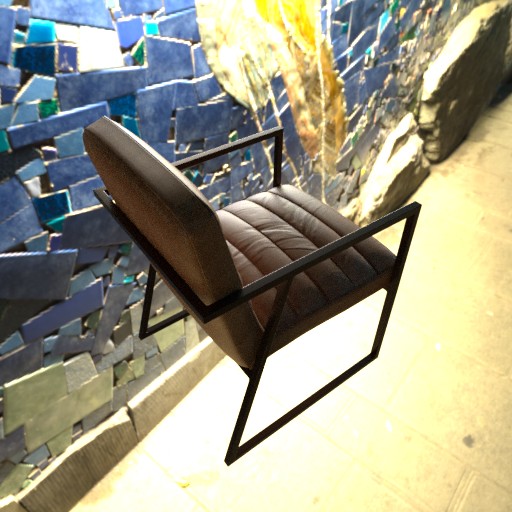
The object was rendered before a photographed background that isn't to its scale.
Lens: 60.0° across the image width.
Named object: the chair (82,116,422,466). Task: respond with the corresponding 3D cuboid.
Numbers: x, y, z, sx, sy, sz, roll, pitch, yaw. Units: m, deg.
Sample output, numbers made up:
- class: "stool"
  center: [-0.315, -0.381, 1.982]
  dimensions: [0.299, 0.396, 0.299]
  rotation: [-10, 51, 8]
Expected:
- class: "chair"
  center: [0.000, 0.000, 1.266]
  dimensions: [0.677, 0.832, 0.571]
  rotation: [-26, 47, -27]
